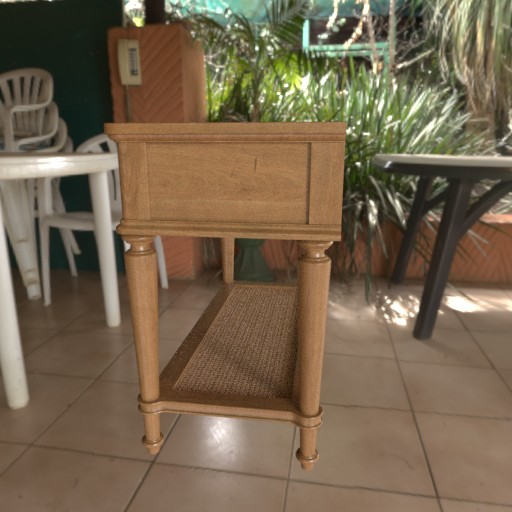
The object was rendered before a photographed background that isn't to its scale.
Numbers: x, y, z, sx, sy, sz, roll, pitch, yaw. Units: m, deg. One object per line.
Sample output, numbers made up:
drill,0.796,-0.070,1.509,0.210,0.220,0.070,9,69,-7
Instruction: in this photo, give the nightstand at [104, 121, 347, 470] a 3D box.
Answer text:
nightstand,0.000,0.000,1.272,0.432,0.700,0.914,2,15,8
